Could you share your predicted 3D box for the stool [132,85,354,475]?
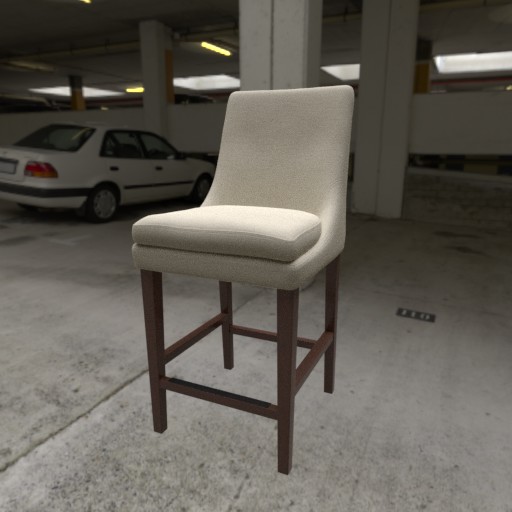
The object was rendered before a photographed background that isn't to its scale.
[{"bbox_3d":[0.000,0.000,1.308,0.470,0.981,0.577,6,15,24],"label":"stool"}]
